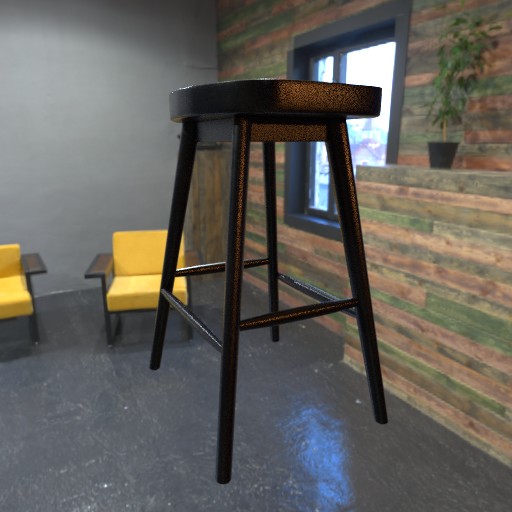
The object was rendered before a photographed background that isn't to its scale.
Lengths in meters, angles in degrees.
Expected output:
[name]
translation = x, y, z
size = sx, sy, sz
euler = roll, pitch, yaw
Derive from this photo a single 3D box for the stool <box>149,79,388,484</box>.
[stool]
translation = 0.000, 0.000, 0.891
size = 0.361, 0.615, 0.440
euler = -7, 16, -27
